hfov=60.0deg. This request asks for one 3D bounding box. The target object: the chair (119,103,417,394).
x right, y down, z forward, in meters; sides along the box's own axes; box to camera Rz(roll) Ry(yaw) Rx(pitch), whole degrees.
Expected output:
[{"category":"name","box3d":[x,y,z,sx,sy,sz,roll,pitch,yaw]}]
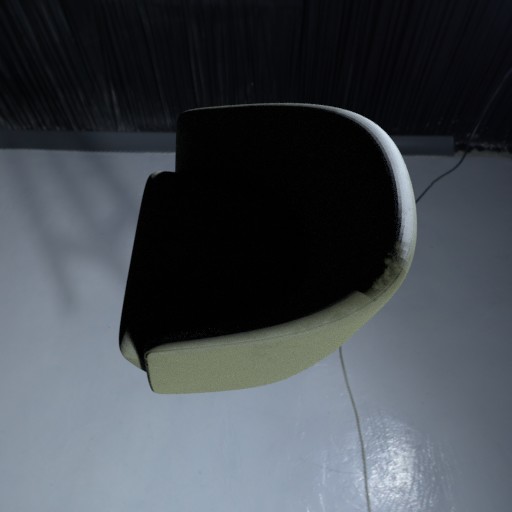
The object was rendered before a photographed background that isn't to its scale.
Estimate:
[{"category":"chair","box3d":[0.000,0.000,1.356,0.767,0.698,0.773,1,59,0]}]
